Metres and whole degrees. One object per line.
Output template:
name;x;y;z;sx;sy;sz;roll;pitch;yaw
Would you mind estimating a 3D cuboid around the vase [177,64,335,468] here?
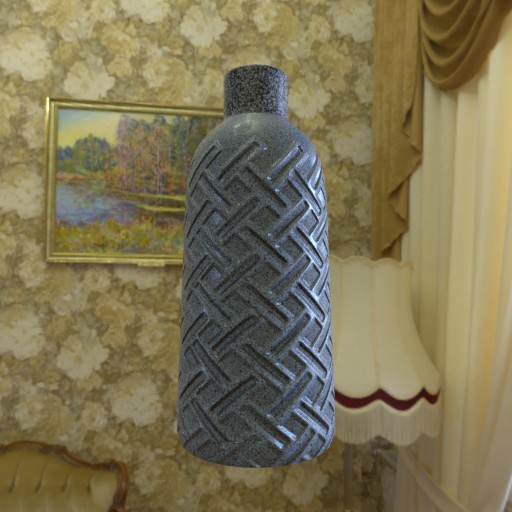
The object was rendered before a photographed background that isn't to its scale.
vase;0.000;0.000;0.349;0.122;0.282;0.122;0;-1;0
